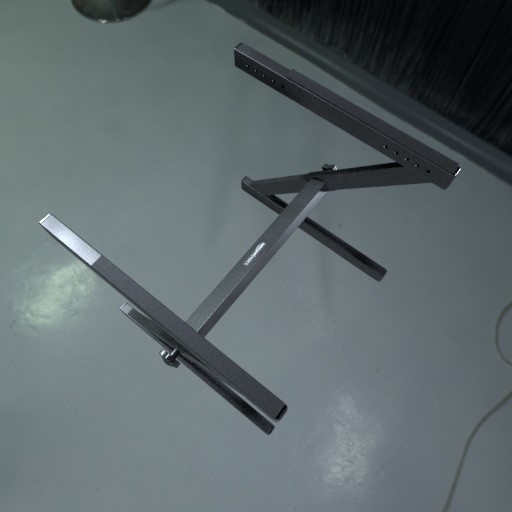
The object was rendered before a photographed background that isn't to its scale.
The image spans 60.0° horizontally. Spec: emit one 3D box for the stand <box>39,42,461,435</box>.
[{"bbox_3d":[0.000,0.000,1.157,0.586,0.617,0.700,36,71,15],"label":"stand"}]
